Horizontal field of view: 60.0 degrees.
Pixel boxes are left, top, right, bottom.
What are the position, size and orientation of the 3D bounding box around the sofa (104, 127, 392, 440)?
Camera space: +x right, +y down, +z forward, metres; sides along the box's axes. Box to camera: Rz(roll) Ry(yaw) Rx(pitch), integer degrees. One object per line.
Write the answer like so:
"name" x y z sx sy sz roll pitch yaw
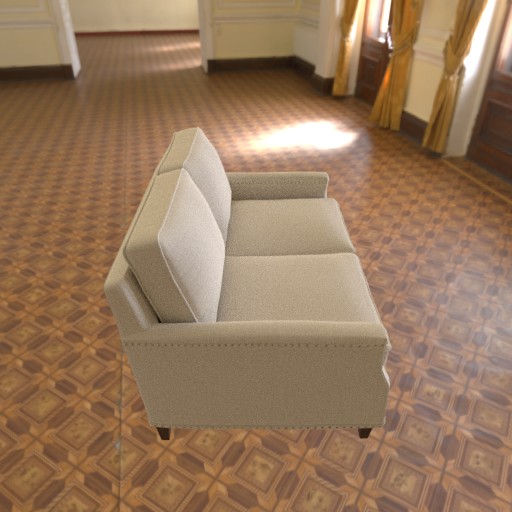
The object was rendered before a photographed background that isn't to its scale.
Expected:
"sofa" 0.000 0.000 2.326 1.084 1.003 1.597 0 33 0
